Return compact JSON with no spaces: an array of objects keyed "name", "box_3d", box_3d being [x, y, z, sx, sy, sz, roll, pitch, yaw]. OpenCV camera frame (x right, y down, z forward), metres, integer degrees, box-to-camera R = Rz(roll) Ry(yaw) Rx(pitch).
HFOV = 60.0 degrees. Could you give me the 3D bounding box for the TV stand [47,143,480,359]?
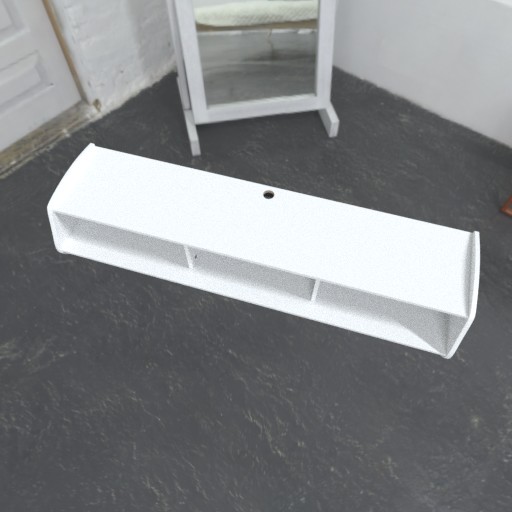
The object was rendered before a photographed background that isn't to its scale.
[{"name":"TV stand","box_3d":[0.000,0.000,1.691,1.473,0.424,0.397,14,59,9]}]
